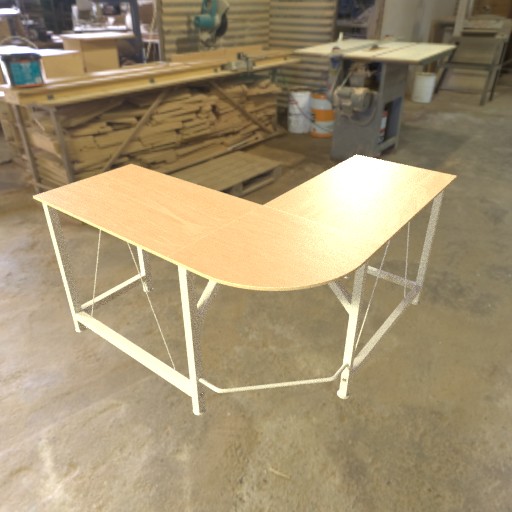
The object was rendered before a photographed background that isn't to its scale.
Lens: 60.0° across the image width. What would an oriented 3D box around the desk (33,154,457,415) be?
[{"bbox_3d":[0.000,0.000,2.252,1.400,0.762,1.400,22,37,32],"label":"desk"}]
